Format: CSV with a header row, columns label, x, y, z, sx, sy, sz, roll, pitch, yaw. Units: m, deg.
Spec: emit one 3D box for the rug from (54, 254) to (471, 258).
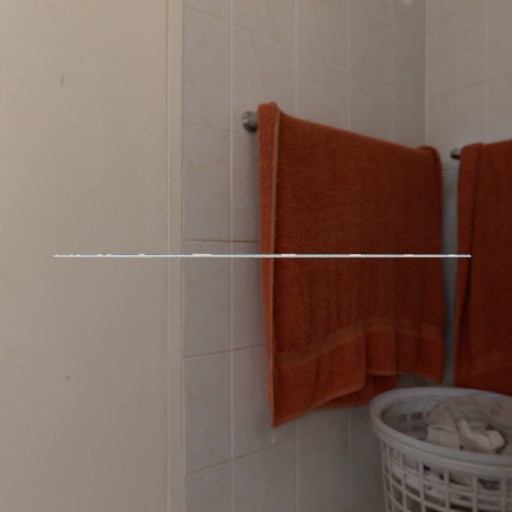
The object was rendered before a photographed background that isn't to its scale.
label,x,y,z,sx,sy,sz,roll,pitch,yaw
rug,0.000,0.000,4.151,3.049,0.021,2.466,0,0,-35
